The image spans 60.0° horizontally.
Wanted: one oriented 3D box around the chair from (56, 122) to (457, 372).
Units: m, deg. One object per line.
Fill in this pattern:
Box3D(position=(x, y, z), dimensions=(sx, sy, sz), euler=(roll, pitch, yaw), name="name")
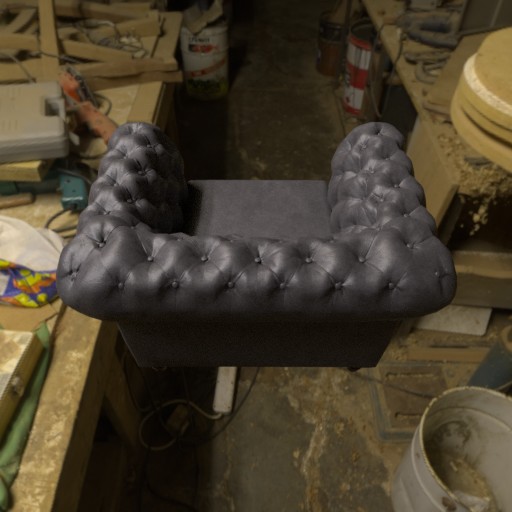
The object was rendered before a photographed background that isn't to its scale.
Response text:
Box3D(position=(0.000, 0.000, 1.853), dimensions=(1.298, 0.780, 0.943), euler=(0, 47, 0), name="chair")
